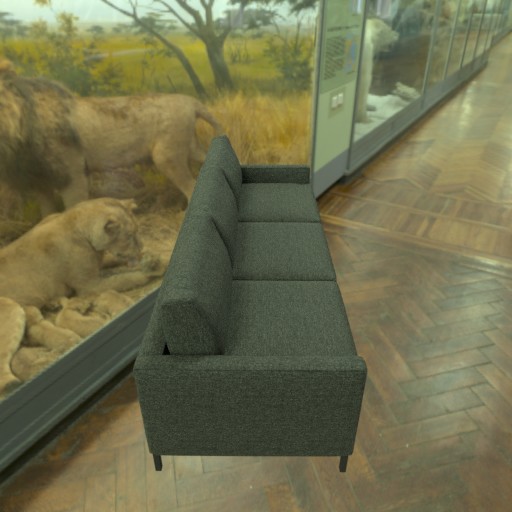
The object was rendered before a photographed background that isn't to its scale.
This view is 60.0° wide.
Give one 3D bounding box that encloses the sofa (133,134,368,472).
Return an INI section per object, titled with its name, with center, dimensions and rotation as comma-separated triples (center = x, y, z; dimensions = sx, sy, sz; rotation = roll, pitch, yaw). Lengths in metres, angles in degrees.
[sofa]
center = 0.000, 0.000, 2.629
dimensions = 0.876, 0.879, 2.253
rotation = 0, 31, 0
